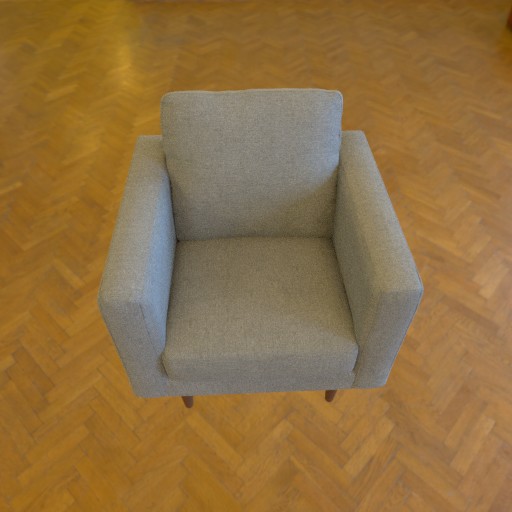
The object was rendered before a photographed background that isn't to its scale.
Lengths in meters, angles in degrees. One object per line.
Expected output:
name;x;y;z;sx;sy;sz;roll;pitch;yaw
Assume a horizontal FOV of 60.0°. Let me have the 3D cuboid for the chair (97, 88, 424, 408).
chair;0.000;0.000;1.538;0.855;0.927;0.800;-2;46;-2
